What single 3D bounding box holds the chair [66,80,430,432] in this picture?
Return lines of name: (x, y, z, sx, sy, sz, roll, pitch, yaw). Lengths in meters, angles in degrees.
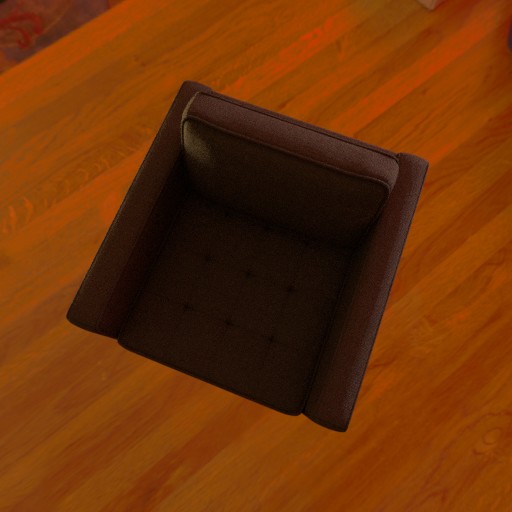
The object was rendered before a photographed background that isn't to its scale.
chair: (0.000, 0.000, 1.567, 0.899, 0.770, 0.919, 20, 75, 6)
